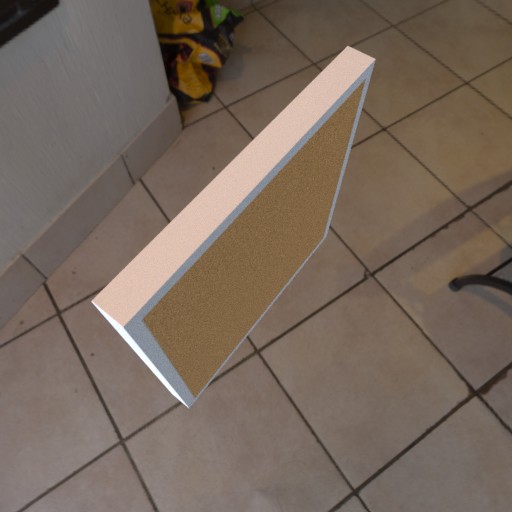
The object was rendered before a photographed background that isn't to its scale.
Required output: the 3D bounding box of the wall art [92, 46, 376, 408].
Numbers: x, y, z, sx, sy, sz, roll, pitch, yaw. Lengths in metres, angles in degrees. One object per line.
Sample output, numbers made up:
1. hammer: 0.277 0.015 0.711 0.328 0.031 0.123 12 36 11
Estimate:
1. wall art: 0.000 0.000 0.621 0.038 0.406 0.406 34 67 16
